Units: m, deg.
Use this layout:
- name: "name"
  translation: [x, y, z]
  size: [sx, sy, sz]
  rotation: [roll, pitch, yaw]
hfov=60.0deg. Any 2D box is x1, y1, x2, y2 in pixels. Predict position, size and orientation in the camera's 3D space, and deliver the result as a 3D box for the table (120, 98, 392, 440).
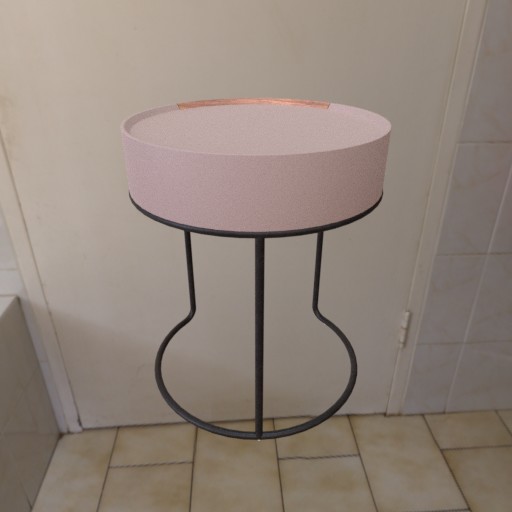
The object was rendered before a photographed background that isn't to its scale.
- name: "table"
  translation: [0.000, 0.000, 0.881]
  size: [0.450, 0.530, 0.450]
  rotation: [0, 28, 0]
